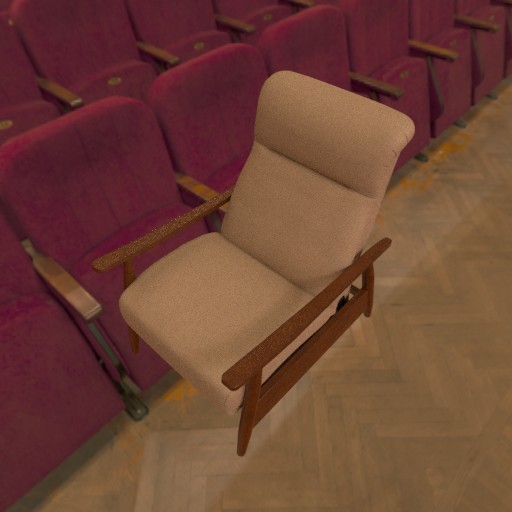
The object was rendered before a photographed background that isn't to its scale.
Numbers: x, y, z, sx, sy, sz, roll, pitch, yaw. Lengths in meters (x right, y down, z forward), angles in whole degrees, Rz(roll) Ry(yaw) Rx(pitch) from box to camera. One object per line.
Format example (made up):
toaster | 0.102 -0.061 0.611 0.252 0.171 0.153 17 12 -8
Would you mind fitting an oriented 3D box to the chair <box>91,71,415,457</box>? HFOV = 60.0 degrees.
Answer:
chair | 0.000 0.000 1.814 0.762 1.082 1.030 33 55 28
